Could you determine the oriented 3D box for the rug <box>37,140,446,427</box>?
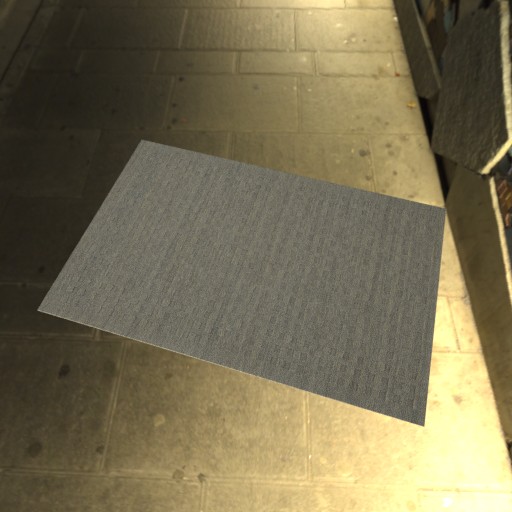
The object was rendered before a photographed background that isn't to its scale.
[{"bbox_3d":[0.000,0.000,2.189,1.752,0.006,1.142,15,60,9],"label":"rug"}]
